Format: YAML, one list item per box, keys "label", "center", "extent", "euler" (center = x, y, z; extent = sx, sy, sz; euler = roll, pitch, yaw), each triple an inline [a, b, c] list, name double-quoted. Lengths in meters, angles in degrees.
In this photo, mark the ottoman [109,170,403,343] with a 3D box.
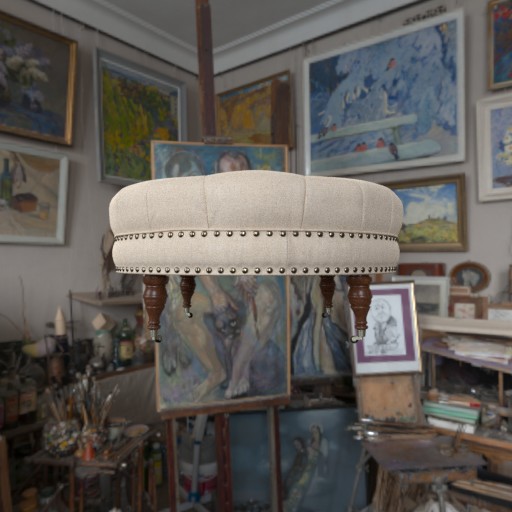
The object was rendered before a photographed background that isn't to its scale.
- label: "ottoman"
  center: [0.000, 0.000, 1.491]
  extent: [0.940, 0.483, 0.940]
  euler: [0, -1, 0]
